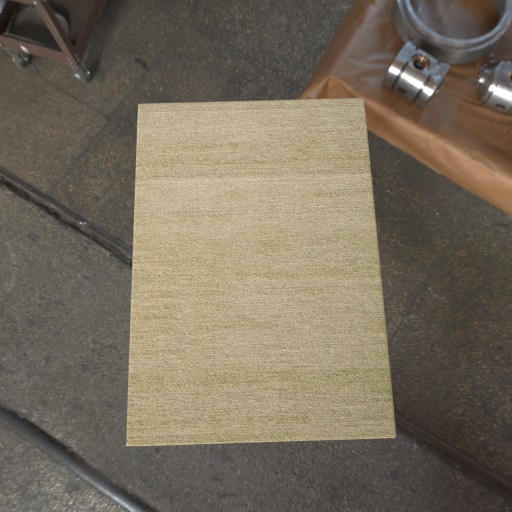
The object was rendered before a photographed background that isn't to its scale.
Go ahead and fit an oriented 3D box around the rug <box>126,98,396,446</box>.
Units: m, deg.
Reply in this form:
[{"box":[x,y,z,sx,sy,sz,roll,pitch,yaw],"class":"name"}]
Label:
[{"box":[0.000,0.000,5.013,2.782,0.025,3.935,-2,77,0],"class":"rug"}]
